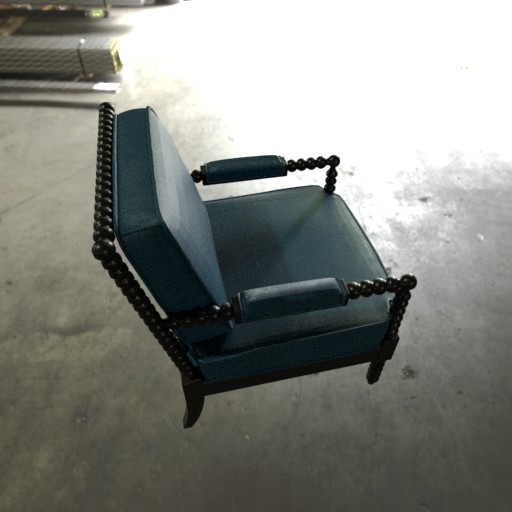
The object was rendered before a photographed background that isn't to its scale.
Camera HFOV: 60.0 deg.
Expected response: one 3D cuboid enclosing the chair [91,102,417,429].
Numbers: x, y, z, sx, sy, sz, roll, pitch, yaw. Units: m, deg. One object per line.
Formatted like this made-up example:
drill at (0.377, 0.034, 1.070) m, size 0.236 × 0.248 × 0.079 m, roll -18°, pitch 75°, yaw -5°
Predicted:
chair at (0.000, 0.000, 1.431) m, size 0.805 × 0.857 × 0.688 m, roll -9°, pitch 46°, yaw -9°
